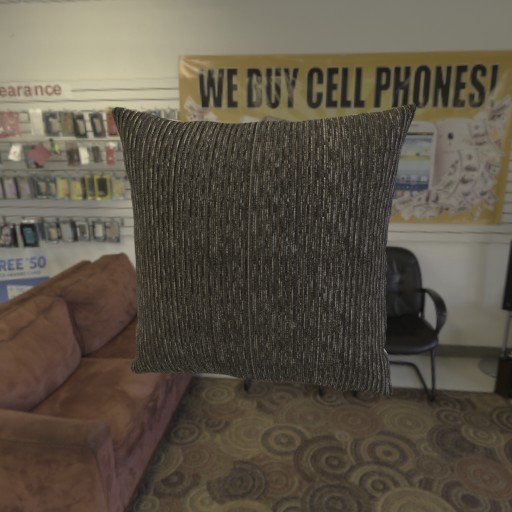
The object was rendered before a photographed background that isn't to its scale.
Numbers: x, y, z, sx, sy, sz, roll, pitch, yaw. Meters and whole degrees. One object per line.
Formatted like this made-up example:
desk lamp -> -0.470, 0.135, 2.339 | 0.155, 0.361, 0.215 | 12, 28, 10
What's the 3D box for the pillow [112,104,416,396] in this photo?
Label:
pillow -> 0.000, 0.000, 0.670 | 0.433, 0.434, 0.196 | 2, 15, 9
